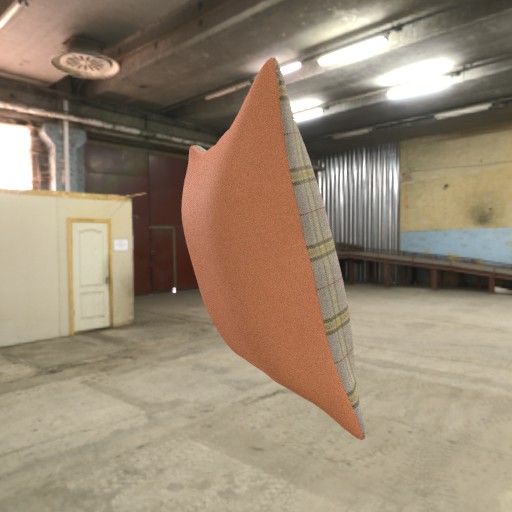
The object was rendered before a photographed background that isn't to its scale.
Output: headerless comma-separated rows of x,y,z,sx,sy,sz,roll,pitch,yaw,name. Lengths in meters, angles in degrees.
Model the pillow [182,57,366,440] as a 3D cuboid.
0.000,0.000,0.697,0.200,0.430,0.453,0,2,-19,pillow
